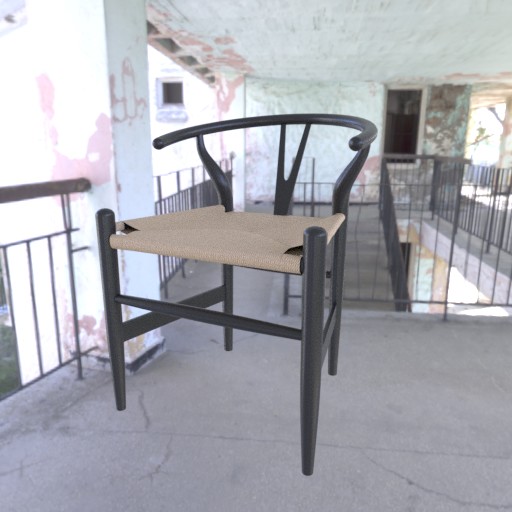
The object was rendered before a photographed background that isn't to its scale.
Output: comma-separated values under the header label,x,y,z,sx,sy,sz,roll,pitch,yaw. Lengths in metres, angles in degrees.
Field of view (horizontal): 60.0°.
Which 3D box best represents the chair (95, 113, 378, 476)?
label,x,y,z,sx,sy,sz,roll,pitch,yaw
chair,0.000,0.000,1.157,0.570,0.739,0.570,7,16,26
